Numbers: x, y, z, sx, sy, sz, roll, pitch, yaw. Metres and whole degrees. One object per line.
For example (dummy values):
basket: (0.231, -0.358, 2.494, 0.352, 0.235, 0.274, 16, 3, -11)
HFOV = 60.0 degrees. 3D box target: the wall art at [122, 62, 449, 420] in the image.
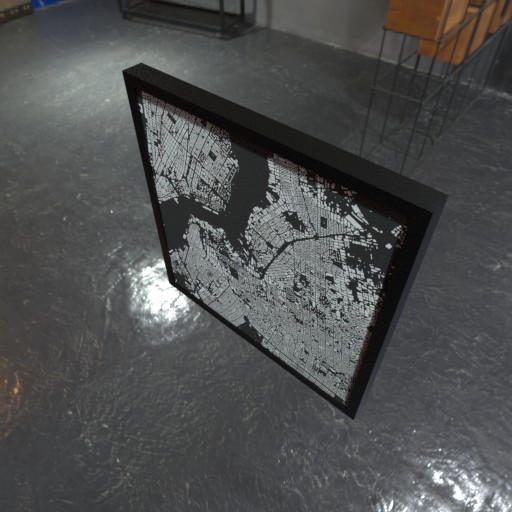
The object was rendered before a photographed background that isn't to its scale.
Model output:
wall art: (0.000, 0.000, 0.757, 0.506, 0.506, 0.038, 32, 54, 26)
